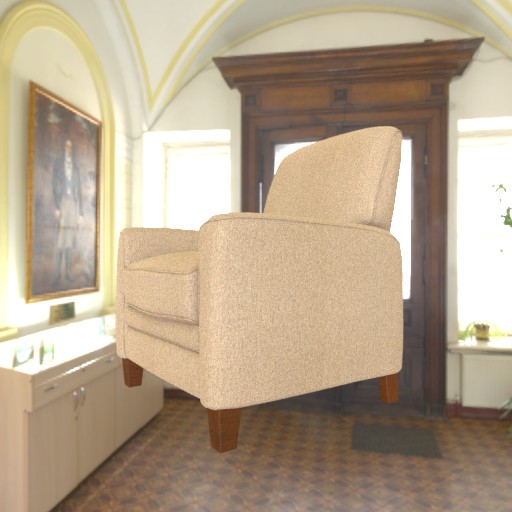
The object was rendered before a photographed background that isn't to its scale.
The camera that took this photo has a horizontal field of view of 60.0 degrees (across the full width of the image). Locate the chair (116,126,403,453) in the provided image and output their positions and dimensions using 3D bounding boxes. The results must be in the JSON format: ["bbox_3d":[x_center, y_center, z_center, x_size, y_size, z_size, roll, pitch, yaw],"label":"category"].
[{"bbox_3d":[0.000,0.000,1.654,0.864,1.014,0.848,0,0,-35],"label":"chair"}]
